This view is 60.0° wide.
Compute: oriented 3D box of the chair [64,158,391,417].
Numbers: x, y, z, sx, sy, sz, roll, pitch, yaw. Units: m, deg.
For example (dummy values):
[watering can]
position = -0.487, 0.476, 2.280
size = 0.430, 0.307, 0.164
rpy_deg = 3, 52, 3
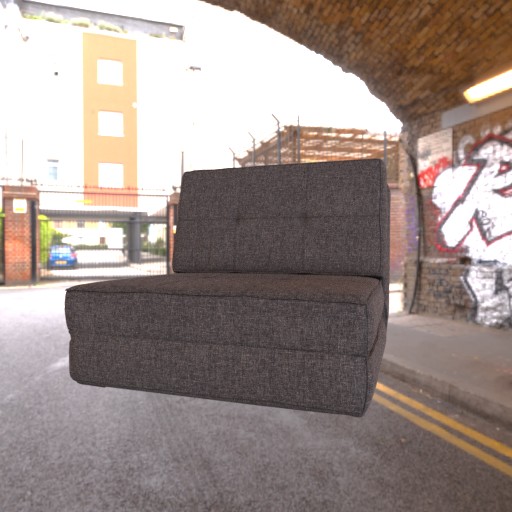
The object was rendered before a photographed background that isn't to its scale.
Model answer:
[chair]
position = 0.000, 0.000, 1.317
size = 0.740, 0.615, 0.800
rpy_deg = 0, 1, 19
